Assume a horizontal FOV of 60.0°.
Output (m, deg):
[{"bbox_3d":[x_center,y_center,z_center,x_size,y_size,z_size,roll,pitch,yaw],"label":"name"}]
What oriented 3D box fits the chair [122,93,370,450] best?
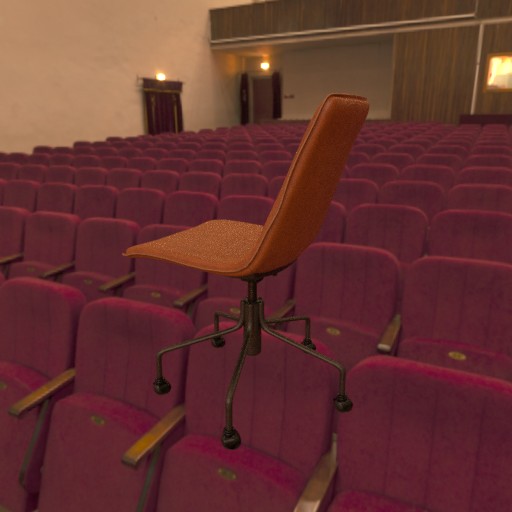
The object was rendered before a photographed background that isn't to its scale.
[{"bbox_3d":[0.000,0.000,1.371,0.660,0.920,0.651,8,19,26],"label":"chair"}]
